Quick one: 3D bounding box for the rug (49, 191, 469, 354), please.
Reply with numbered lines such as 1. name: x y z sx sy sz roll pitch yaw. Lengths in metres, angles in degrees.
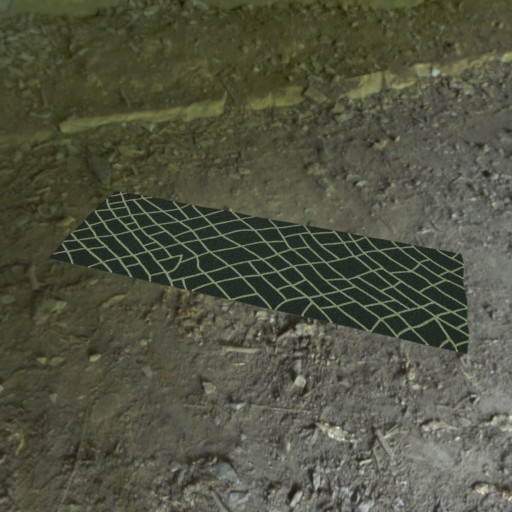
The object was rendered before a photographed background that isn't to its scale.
1. rug: 0.000 0.000 2.759 2.476 0.010 0.807 11 42 13
